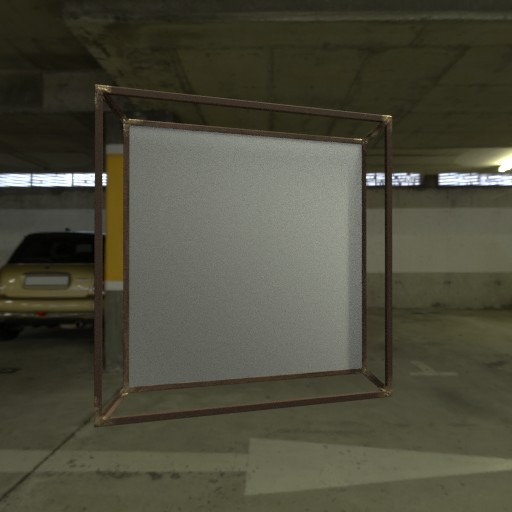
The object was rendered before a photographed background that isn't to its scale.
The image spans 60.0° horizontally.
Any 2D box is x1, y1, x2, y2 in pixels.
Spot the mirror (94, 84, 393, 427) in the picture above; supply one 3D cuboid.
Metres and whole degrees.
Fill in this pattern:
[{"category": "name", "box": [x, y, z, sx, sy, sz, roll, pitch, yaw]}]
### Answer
[{"category": "mirror", "box": [0.000, 0.000, 0.892, 0.610, 0.610, 0.032, 0, 0, -17]}]
